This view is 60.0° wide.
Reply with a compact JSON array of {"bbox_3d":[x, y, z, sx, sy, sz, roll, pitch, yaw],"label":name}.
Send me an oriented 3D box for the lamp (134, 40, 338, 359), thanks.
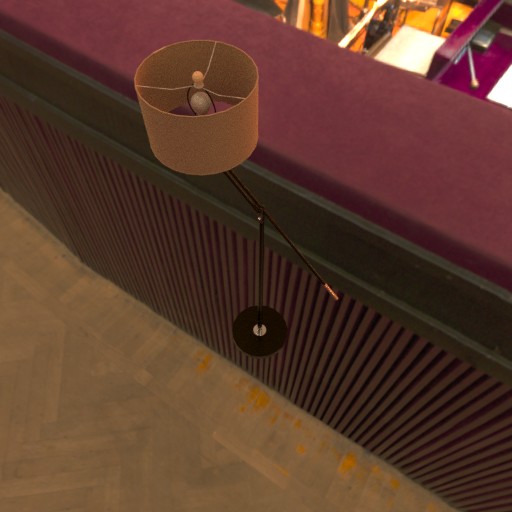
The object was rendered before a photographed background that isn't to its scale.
[{"bbox_3d":[0.000,0.000,1.951,0.809,1.635,0.373,31,62,18],"label":"lamp"}]
